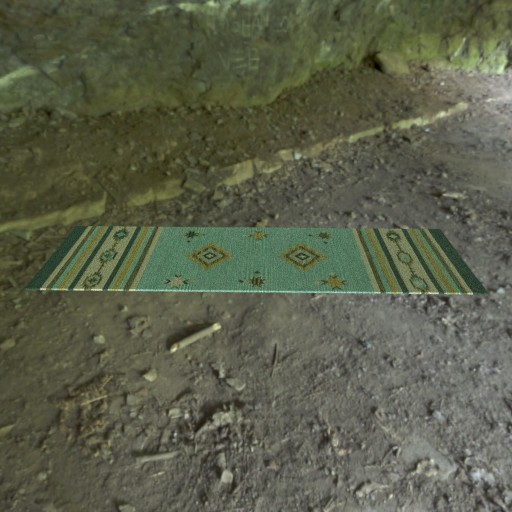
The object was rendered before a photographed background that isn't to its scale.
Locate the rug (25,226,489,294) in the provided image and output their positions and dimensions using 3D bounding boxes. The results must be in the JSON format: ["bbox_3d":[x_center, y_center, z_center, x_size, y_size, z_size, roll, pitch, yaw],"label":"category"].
[{"bbox_3d":[0.000,0.000,2.654,2.441,0.010,0.744,1,30,1],"label":"rug"}]
